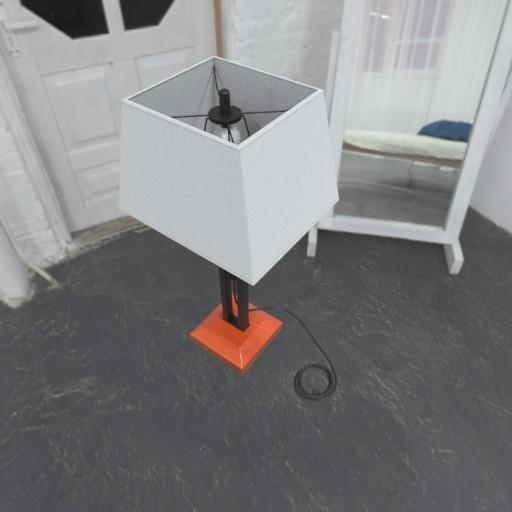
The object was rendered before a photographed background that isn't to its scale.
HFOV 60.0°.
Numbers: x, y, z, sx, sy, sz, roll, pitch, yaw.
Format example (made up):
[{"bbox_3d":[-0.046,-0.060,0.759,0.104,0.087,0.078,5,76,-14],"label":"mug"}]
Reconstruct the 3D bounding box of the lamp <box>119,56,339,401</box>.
[{"bbox_3d":[0.000,0.000,1.002,0.498,0.737,0.310,28,52,25],"label":"lamp"}]
